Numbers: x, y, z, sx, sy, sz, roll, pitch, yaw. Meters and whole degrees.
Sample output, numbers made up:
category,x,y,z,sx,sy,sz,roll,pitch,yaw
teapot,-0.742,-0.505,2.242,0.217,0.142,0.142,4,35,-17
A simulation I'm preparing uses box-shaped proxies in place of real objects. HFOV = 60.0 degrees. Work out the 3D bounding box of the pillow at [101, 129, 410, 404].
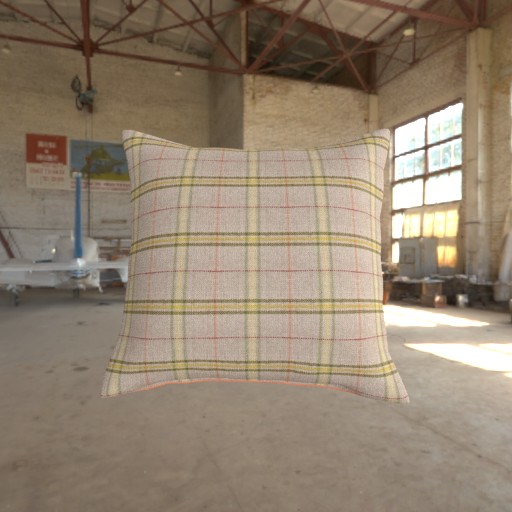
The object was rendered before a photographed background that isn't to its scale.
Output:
category,x,y,z,sx,sy,sz,roll,pitch,yaw
pillow,0.000,0.000,0.696,0.453,0.430,0.200,0,0,0
